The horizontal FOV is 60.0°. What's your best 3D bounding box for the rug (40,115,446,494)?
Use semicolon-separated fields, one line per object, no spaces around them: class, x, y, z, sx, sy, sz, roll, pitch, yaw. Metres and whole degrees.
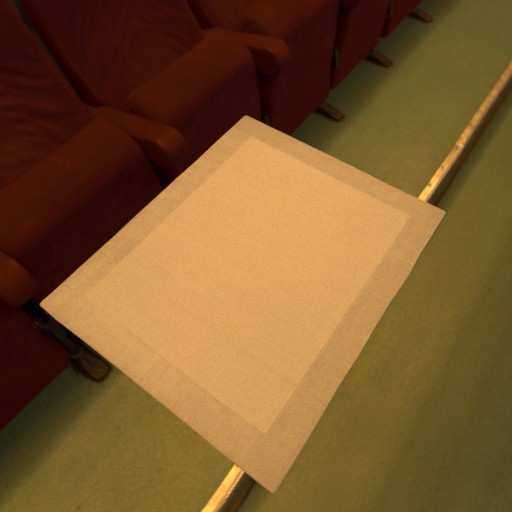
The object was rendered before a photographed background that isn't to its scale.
rug;0.000;0.000;4.025;2.430;0.018;2.976;31;62;18
